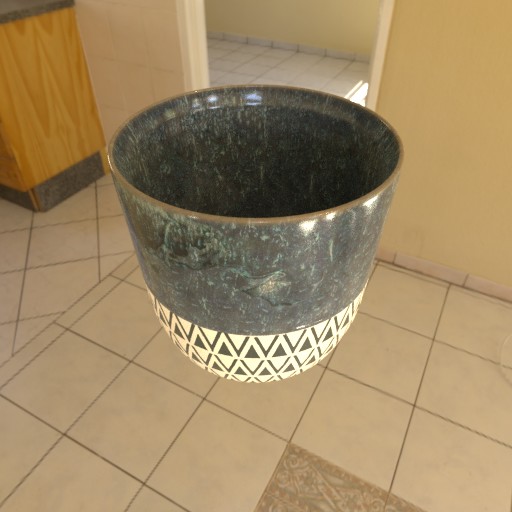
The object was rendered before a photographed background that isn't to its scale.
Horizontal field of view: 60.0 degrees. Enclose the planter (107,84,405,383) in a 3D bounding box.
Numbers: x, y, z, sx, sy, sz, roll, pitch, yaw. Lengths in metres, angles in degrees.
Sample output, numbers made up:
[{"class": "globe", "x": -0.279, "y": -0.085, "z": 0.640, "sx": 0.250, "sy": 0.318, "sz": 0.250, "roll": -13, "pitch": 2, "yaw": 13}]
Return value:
[{"class": "planter", "x": 0.000, "y": 0.000, "z": 0.368, "sx": 0.195, "sy": 0.214, "sz": 0.195, "roll": 0, "pitch": 41, "yaw": 0}]
